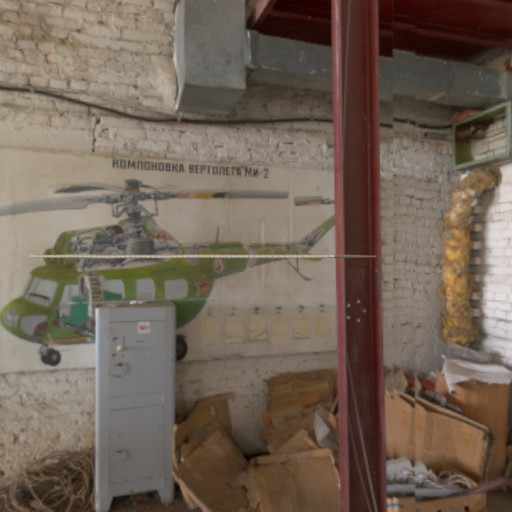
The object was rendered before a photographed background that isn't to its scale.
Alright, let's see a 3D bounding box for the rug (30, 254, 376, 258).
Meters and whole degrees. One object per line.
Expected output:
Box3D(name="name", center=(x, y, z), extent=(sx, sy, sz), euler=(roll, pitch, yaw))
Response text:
Box3D(name="rug", center=(0.000, 0.000, 1.067), extent=(0.511, 0.008, 0.869), euler=(0, 0, 18))
